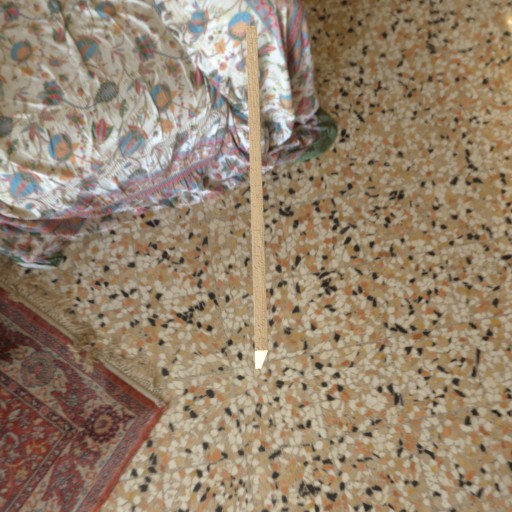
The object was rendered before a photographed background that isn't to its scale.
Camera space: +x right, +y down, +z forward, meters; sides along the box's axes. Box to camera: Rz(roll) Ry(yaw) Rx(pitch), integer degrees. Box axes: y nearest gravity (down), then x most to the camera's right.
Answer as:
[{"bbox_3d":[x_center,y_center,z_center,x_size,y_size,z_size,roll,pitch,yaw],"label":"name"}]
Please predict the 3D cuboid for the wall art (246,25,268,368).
[{"bbox_3d":[0.000,0.000,0.807,0.013,0.683,0.381,-2,74,0],"label":"wall art"}]
